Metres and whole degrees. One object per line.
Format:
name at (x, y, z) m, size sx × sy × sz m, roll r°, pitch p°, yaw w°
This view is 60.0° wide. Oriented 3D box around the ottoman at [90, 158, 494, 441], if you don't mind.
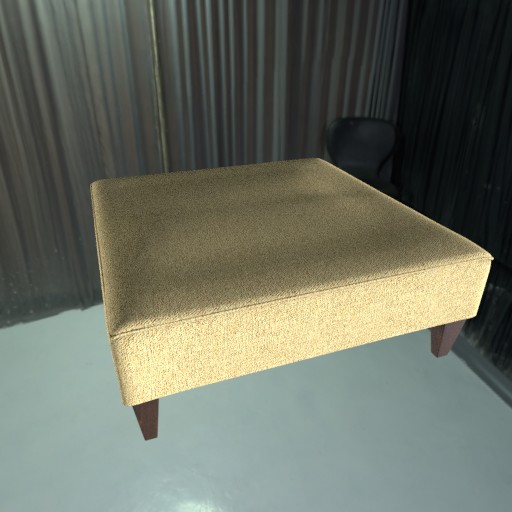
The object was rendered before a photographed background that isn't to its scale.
ottoman at (0.000, 0.000, 1.466) m, size 0.970 × 0.378 × 0.981 m, roll -10°, pitch 30°, yaw -18°
